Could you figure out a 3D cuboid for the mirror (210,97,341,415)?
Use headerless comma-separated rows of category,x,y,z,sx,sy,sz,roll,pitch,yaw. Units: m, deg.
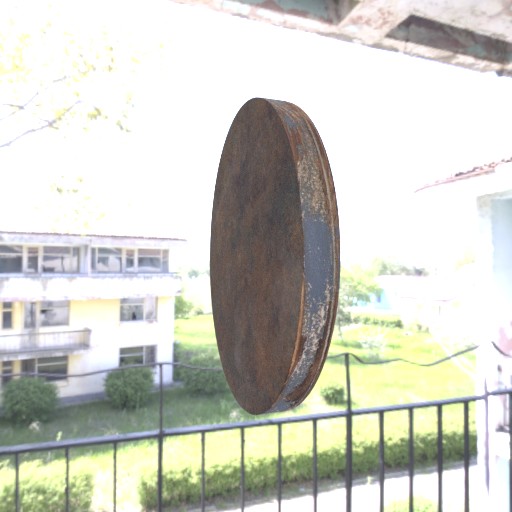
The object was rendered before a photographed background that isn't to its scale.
mirror,0.000,0.000,0.871,0.061,0.585,0.585,0,-1,-18
